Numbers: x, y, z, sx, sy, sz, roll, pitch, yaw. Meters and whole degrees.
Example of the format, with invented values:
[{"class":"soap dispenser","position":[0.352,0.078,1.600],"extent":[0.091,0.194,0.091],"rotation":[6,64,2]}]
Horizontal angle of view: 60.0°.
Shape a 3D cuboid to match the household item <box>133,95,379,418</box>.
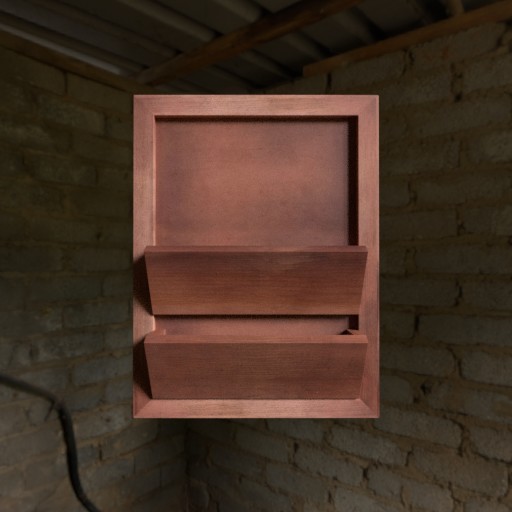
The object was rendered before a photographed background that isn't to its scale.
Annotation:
[{"class":"household item","position":[0.000,0.000,0.543],"extent":[0.310,0.407,0.067],"rotation":[0,0,0]}]
